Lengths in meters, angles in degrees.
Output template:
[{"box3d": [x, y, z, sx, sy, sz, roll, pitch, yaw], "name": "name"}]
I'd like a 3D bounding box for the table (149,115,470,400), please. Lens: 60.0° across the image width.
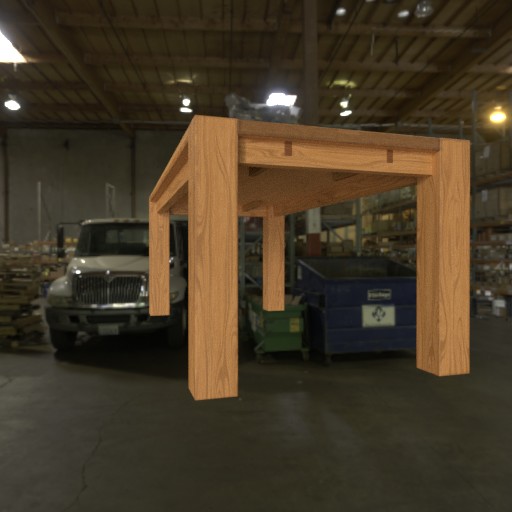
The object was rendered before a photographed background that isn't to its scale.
[{"box3d": [0.000, 0.000, 2.169, 0.900, 0.760, 1.800, 0, 0, -17], "name": "table"}]
